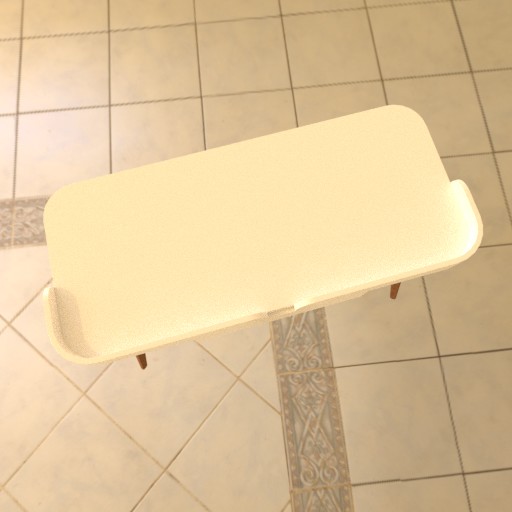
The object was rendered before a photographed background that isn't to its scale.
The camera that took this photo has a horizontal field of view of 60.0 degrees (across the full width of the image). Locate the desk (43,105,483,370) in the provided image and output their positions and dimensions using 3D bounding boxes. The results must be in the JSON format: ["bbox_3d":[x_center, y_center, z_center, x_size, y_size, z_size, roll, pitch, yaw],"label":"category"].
[{"bbox_3d":[0.000,0.000,1.617,1.206,0.807,0.534,-15,76,-4],"label":"desk"}]
